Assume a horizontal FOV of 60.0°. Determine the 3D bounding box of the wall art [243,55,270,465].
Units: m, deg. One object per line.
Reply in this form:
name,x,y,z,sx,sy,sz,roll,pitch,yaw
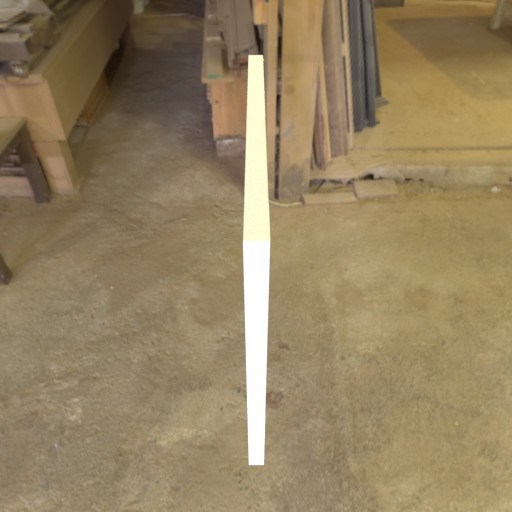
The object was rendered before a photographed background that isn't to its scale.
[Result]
wall art,0.000,0.000,0.694,0.023,0.453,0.455,0,43,0
